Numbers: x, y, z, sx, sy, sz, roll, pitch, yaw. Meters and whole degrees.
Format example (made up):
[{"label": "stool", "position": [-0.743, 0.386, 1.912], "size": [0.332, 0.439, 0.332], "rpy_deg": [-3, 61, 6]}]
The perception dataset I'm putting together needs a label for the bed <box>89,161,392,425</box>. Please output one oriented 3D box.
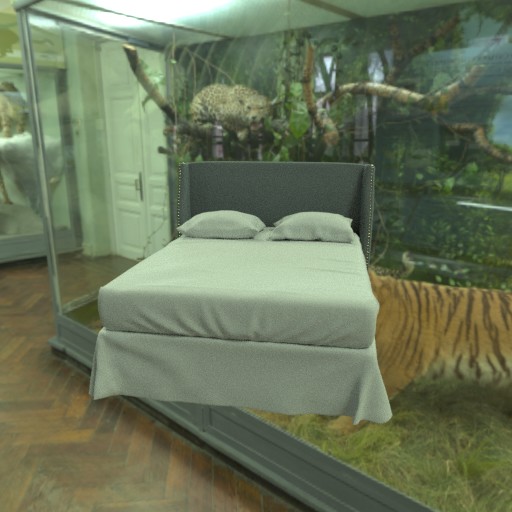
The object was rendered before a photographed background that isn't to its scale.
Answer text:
[{"label": "bed", "position": [0.000, 0.000, 3.477], "size": [1.925, 1.332, 2.276], "rpy_deg": [2, 15, 9]}]
